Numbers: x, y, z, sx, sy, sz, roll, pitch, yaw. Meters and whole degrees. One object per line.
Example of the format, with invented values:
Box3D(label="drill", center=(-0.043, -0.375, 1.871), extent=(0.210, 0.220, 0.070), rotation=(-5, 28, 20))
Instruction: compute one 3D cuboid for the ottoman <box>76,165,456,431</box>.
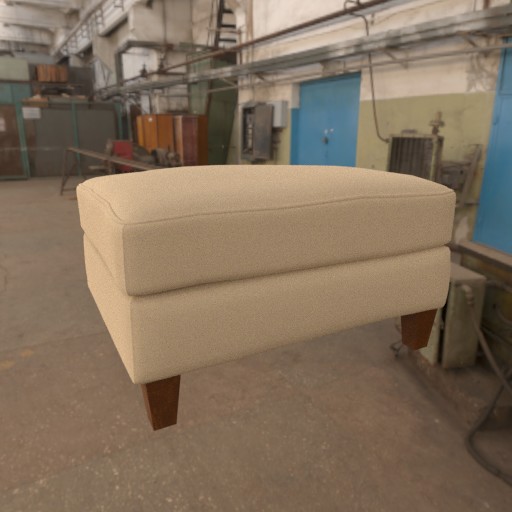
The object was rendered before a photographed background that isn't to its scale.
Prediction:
Box3D(label="ottoman", center=(0.000, 0.000, 1.194), extent=(0.818, 0.485, 0.634), rotation=(-8, 18, -26))
